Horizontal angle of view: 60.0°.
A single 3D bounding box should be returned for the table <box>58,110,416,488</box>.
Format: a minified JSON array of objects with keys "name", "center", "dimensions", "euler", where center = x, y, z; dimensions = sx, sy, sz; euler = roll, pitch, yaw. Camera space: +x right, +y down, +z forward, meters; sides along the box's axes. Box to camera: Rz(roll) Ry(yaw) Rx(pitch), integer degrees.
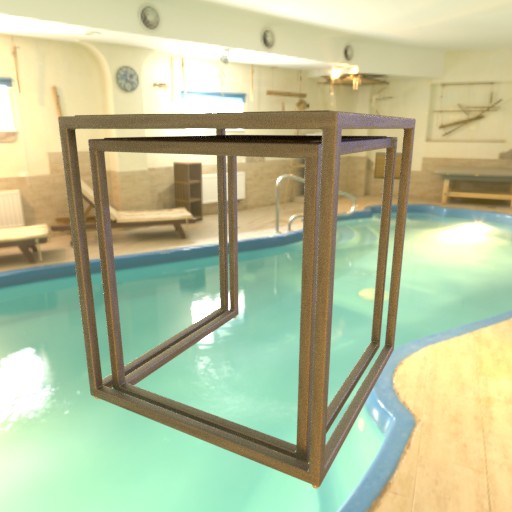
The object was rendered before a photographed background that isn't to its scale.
[{"name":"table","center":[0.000,0.000,0.833],"dimensions":[0.450,0.500,0.449],"euler":[9,18,28]}]
